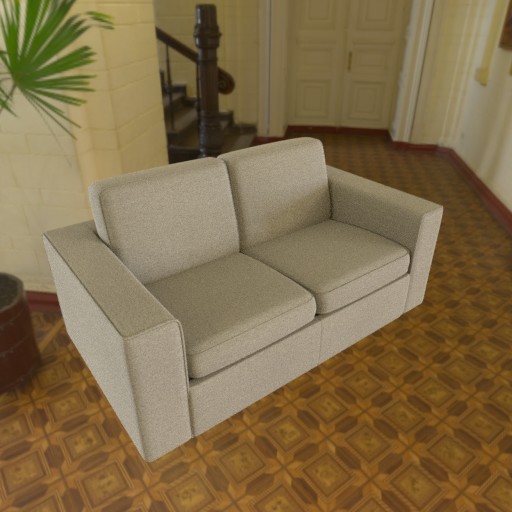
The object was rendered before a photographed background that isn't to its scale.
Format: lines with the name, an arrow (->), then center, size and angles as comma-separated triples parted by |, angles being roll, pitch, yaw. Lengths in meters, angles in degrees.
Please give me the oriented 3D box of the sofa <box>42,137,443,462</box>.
sofa -> 0.000, 0.000, 2.337 | 1.812, 0.924, 1.007 | -21, 36, -32
